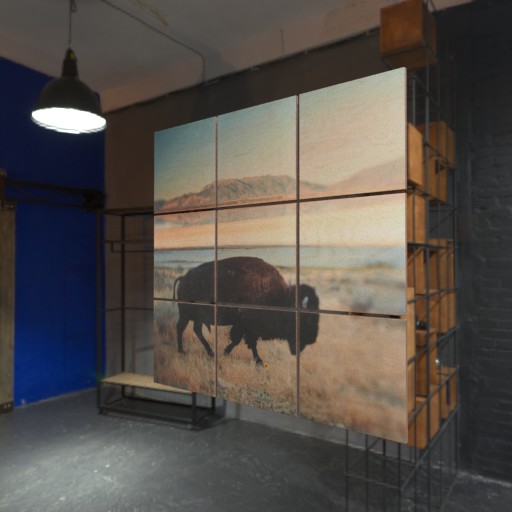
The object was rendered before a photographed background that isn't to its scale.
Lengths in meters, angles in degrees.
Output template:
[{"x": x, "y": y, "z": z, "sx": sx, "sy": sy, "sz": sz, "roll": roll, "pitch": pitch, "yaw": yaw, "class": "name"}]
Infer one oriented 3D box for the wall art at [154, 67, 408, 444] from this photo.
[{"x": 0.000, "y": 0.000, "z": 1.340, "sx": 0.906, "sy": 0.904, "sz": 0.018, "roll": -1, "pitch": -1, "yaw": 37, "class": "wall art"}]
